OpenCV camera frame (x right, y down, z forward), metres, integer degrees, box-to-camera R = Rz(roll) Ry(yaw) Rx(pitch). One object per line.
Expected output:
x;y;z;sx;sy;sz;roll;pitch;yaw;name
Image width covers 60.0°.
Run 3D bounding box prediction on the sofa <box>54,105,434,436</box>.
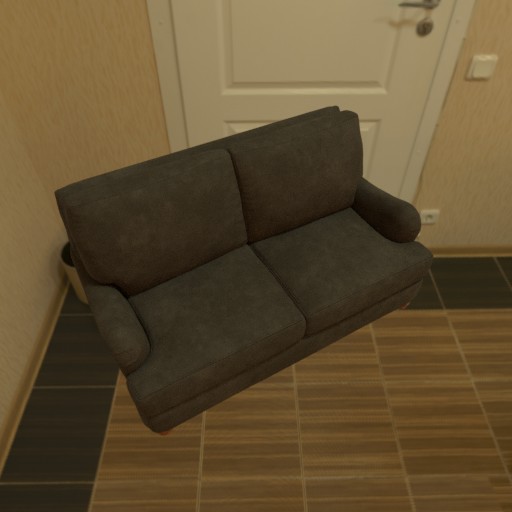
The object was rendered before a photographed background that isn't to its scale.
0.000;0.000;2.548;1.853;1.101;1.084;-23;50;-20;sofa
